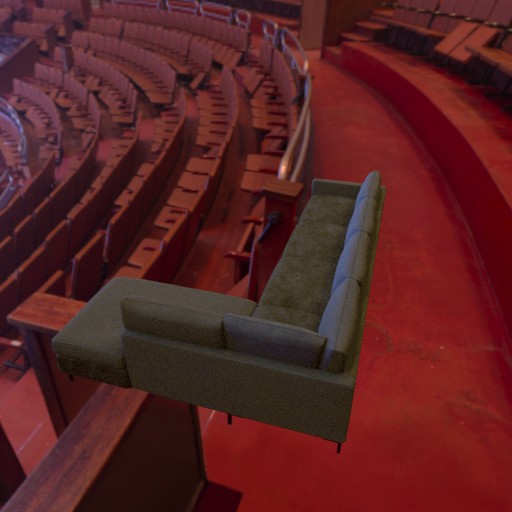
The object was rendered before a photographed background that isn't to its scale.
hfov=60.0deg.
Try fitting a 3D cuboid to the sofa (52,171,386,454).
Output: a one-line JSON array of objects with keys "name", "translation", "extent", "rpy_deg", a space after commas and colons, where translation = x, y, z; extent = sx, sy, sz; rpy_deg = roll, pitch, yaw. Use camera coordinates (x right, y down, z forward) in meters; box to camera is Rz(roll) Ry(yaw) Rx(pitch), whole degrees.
[{"name": "sofa", "translation": [0.000, 0.000, 3.301], "extent": [1.707, 0.687, 2.486], "rpy_deg": [9, 33, 15]}]
